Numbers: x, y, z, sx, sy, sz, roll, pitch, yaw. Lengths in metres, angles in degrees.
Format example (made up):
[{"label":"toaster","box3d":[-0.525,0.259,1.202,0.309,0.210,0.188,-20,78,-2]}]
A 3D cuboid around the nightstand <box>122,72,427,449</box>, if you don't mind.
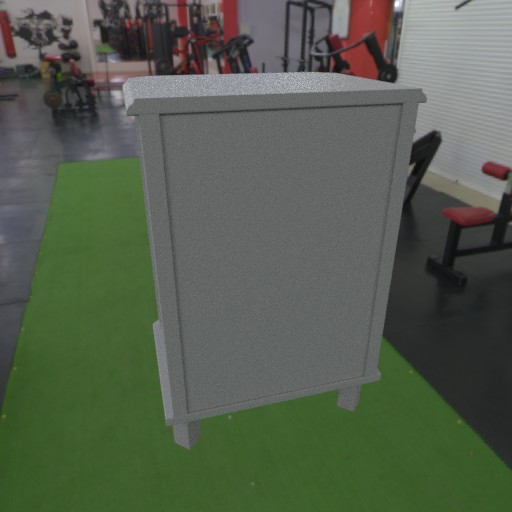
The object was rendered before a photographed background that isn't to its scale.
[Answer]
[{"label":"nightstand","box3d":[0.000,0.000,0.925,0.450,0.680,0.350,-7,28,-14]}]
